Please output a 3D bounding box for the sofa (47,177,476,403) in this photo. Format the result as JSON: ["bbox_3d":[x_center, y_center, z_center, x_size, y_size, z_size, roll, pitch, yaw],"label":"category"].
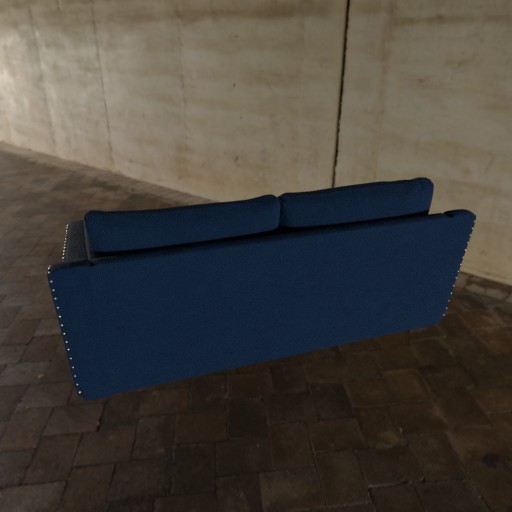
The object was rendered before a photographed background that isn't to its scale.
[{"bbox_3d":[0.000,0.000,2.651,2.107,0.983,1.104,-8,27,-17],"label":"sofa"}]
